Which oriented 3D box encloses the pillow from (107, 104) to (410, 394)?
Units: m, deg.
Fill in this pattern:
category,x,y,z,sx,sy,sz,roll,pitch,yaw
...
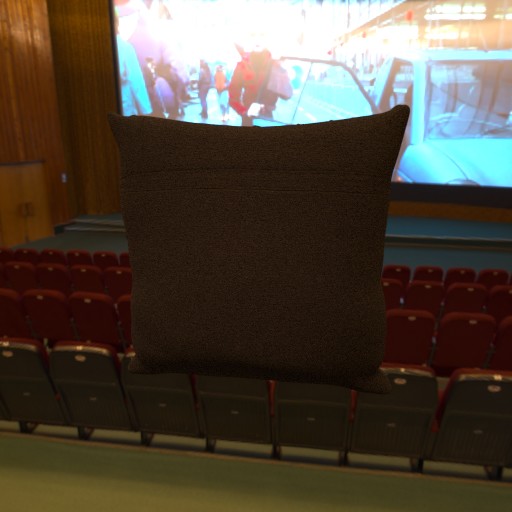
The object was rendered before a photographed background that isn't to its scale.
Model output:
category,x,y,z,sx,sy,sz,roll,pitch,yaw
pillow,0.000,0.000,0.683,0.439,0.440,0.183,2,16,7
